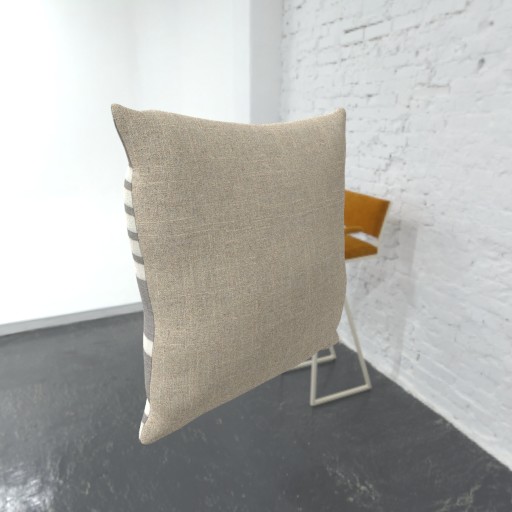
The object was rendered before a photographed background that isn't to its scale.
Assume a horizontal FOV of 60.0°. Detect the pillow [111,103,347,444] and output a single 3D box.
[{"bbox_3d":[0.000,0.000,0.675,0.439,0.440,0.182,-16,22,-43],"label":"pillow"}]
